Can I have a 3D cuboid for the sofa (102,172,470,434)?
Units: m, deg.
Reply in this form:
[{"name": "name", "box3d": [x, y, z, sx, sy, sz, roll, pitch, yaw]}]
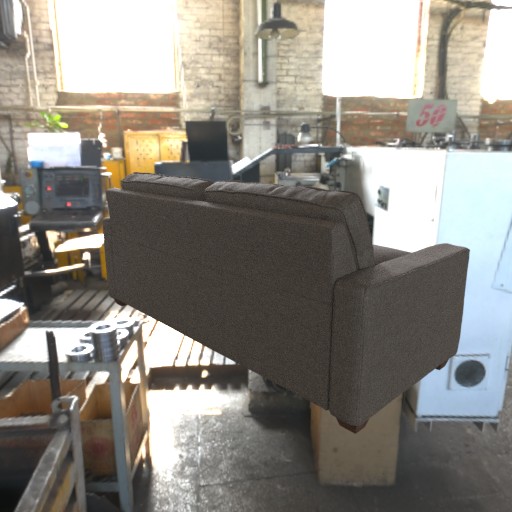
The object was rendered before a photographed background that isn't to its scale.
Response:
[{"name": "sofa", "box3d": [0.000, 0.000, 2.565, 0.940, 0.919, 2.080, -13, 19, -42]}]
